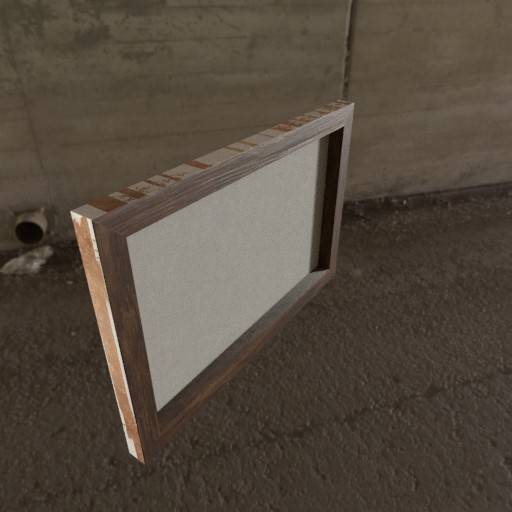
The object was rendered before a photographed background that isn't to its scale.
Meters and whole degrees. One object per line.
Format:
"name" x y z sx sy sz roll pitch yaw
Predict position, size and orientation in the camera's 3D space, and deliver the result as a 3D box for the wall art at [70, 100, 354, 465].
"wall art" 0.000 0.000 0.765 0.035 0.405 0.609 21 37 30
